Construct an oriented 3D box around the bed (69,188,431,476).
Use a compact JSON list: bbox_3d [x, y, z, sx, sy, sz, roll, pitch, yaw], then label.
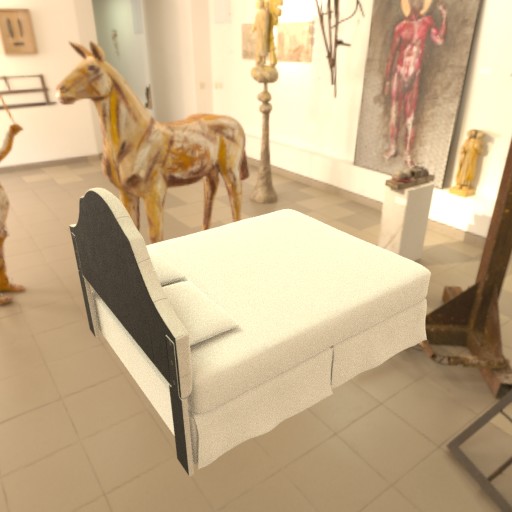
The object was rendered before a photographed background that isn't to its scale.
[{"bbox_3d":[0.000,0.000,3.800,2.477,1.617,2.039,-18,31,-32],"label":"bed"}]
